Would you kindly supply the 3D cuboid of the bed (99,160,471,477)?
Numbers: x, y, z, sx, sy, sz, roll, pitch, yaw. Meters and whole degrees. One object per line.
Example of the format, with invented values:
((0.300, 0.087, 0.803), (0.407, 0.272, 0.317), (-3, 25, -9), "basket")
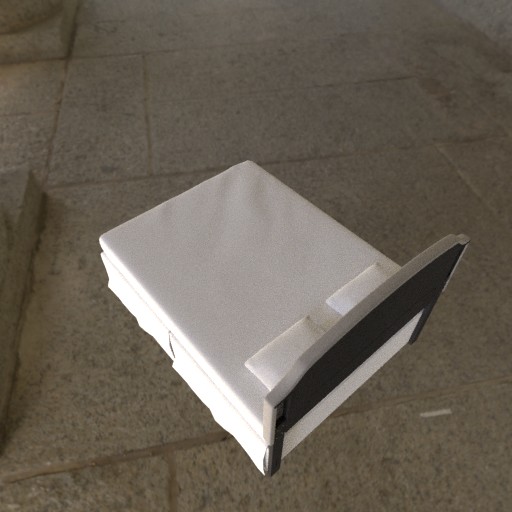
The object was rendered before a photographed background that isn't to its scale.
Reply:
((0.000, 0.000, 3.023), (1.558, 1.270, 1.999), (-33, 56, -26), "bed")
